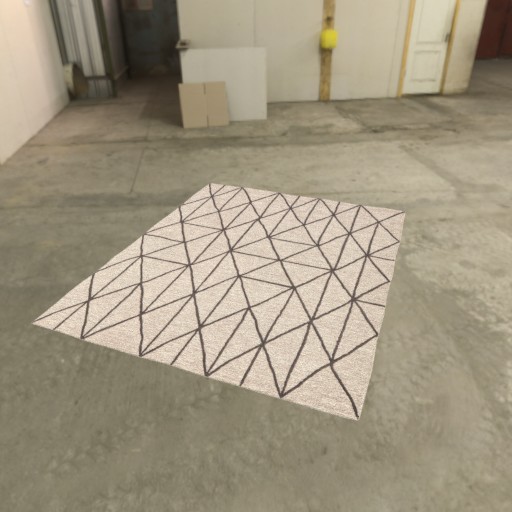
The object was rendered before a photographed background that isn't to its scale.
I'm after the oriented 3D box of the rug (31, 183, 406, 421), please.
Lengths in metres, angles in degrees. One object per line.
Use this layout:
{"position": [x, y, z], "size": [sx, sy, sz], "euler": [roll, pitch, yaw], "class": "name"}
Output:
{"position": [0.000, 0.000, 4.157], "size": [2.468, 0.022, 3.061], "euler": [11, 33, 18], "class": "rug"}
